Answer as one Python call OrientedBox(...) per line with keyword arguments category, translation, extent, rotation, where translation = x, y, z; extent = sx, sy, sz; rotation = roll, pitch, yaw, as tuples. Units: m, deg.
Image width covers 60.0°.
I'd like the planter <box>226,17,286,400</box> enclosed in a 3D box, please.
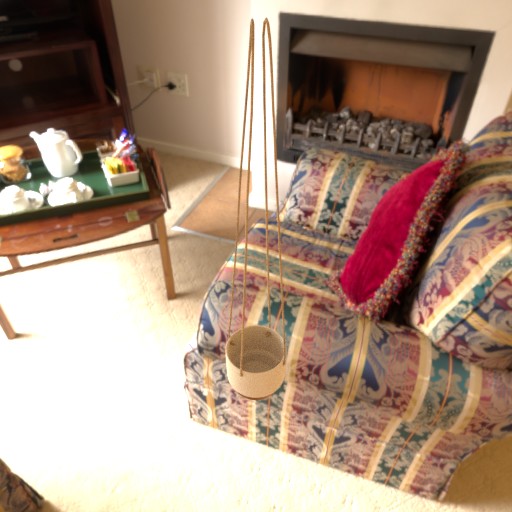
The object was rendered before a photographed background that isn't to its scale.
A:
OrientedBox(category="planter", translation=(0.000, 0.000, 0.869), extent=(0.146, 0.841, 0.146), rotation=(-12, 42, -13))
